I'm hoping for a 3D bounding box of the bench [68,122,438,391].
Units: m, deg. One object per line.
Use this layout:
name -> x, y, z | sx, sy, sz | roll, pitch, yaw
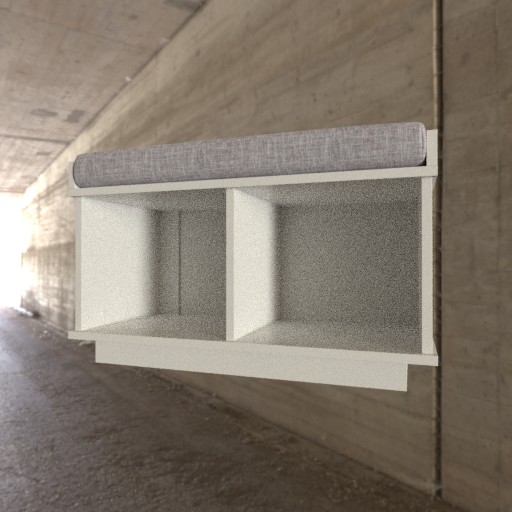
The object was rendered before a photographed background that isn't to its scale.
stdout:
bench -> 0.000, 0.000, 0.991 | 0.734, 0.461, 0.362 | 0, 0, 19
